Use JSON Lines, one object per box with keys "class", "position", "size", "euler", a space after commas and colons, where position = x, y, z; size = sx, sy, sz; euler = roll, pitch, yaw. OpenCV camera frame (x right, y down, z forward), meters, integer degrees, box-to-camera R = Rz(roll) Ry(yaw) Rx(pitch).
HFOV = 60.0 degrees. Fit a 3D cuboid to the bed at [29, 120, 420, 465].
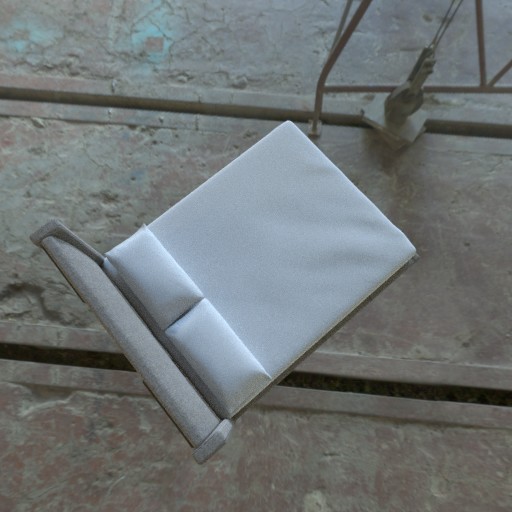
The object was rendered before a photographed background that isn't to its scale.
{"class": "bed", "position": [0.000, 0.000, 3.449], "size": [2.245, 1.481, 1.714], "euler": [-39, 78, -10]}
